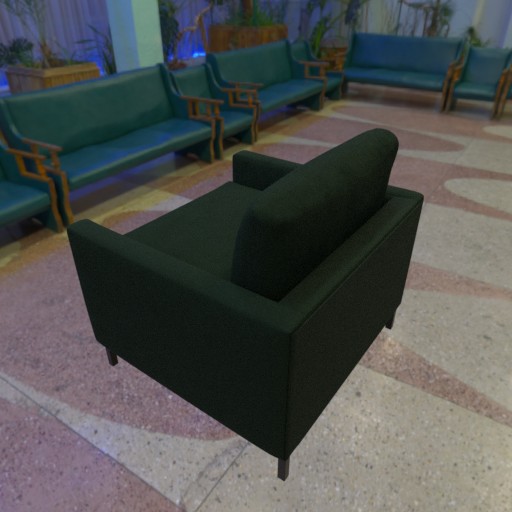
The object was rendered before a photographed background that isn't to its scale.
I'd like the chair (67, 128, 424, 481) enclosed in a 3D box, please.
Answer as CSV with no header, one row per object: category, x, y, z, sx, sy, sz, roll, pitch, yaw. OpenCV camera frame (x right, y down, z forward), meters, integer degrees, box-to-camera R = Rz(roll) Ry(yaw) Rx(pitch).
chair,0.000,0.000,1.617,0.866,0.861,0.963,21,38,30
